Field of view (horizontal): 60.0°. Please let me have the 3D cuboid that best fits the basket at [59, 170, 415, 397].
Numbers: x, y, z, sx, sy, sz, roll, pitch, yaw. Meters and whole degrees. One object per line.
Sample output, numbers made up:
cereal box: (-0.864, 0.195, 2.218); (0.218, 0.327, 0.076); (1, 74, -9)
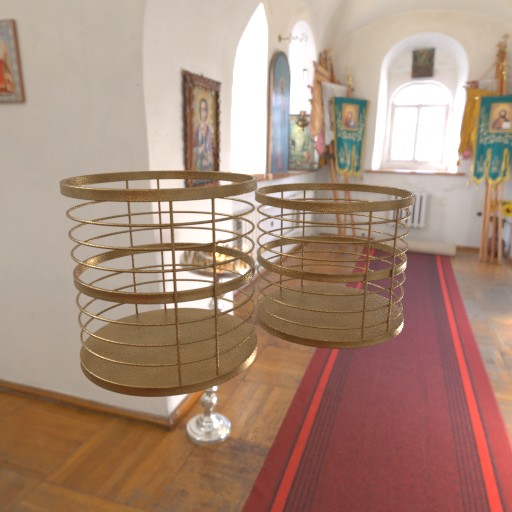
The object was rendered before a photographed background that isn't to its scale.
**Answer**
basket: (0.000, 0.000, 0.959); (0.746, 0.351, 0.356); (-8, 17, -25)
